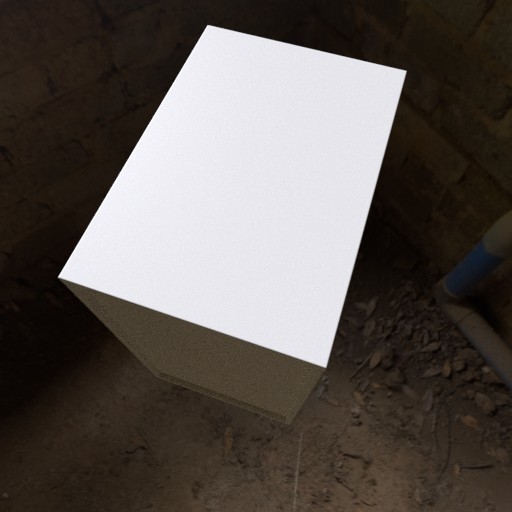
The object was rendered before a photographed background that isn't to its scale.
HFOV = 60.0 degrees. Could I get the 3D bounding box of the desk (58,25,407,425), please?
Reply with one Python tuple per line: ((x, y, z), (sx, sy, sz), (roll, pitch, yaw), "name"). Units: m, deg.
((0.000, 0.000, 1.069), (0.404, 0.730, 0.600), (17, 65, 8), "desk")
